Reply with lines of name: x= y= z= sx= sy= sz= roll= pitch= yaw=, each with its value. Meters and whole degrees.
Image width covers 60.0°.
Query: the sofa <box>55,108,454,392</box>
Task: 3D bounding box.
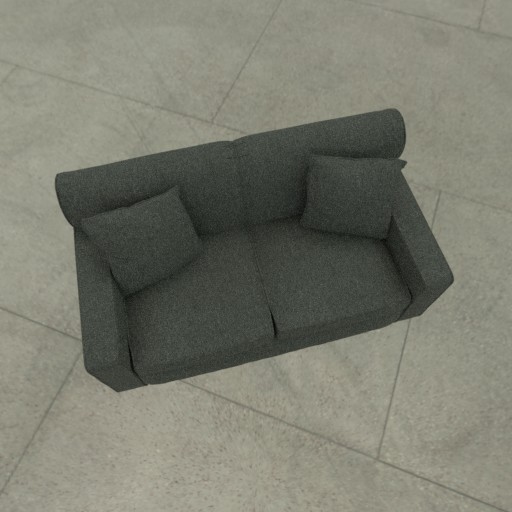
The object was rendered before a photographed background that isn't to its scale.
sofa: x=0.000 y=0.000 z=2.455 sx=1.846 sy=0.958 sz=0.998 roll=-13 pitch=64 yaw=-6
